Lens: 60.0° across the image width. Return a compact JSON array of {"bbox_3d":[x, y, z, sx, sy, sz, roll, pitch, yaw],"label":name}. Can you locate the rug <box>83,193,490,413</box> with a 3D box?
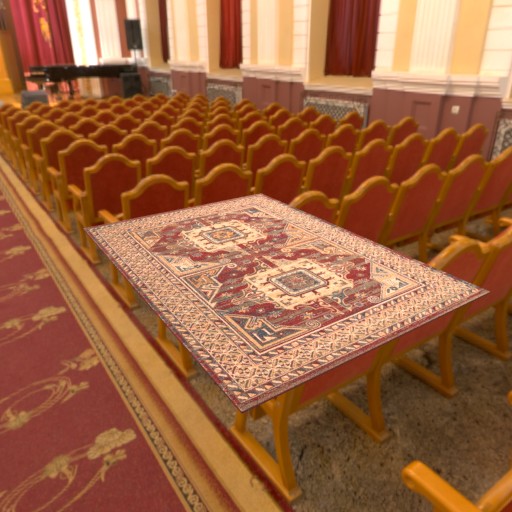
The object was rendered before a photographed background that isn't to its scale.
[{"bbox_3d":[0.000,0.000,2.850,1.599,0.011,2.210,-16,29,-30],"label":"rug"}]
